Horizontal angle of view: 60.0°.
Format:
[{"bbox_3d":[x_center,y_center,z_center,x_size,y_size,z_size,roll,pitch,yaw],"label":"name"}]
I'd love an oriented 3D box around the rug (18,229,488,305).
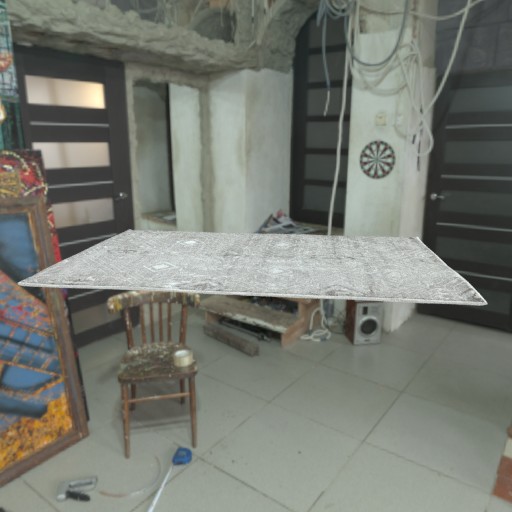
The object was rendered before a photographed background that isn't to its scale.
[{"bbox_3d":[0.000,0.000,3.005,2.447,0.036,1.537,2,14,7],"label":"rug"}]
